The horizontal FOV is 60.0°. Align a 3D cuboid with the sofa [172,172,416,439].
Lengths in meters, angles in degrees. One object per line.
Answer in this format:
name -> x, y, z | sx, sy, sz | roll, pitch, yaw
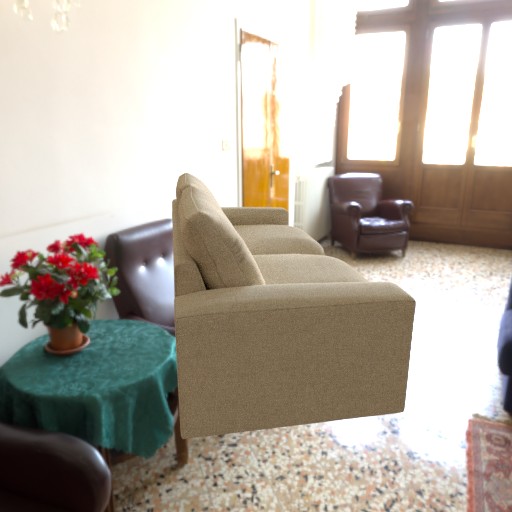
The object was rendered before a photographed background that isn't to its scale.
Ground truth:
sofa -> 0.000, 0.000, 2.838 | 1.040, 0.922, 2.299 | -3, 16, -10
